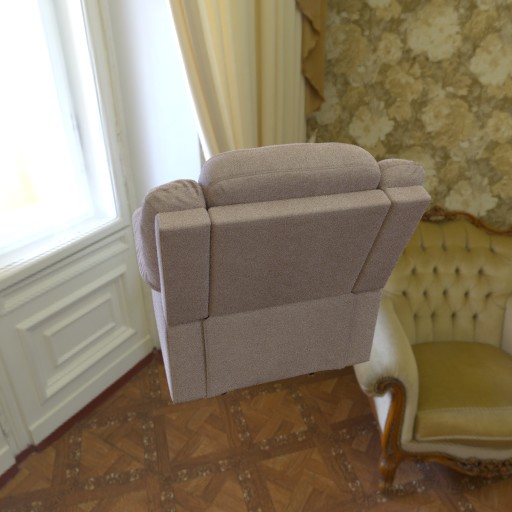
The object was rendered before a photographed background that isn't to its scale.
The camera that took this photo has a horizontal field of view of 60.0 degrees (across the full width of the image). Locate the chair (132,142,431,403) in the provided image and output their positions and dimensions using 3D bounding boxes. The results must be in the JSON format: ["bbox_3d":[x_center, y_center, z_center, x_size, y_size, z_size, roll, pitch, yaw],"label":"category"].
[{"bbox_3d":[0.000,0.000,1.752,0.899,1.008,0.944,-8,28,-15],"label":"chair"}]
